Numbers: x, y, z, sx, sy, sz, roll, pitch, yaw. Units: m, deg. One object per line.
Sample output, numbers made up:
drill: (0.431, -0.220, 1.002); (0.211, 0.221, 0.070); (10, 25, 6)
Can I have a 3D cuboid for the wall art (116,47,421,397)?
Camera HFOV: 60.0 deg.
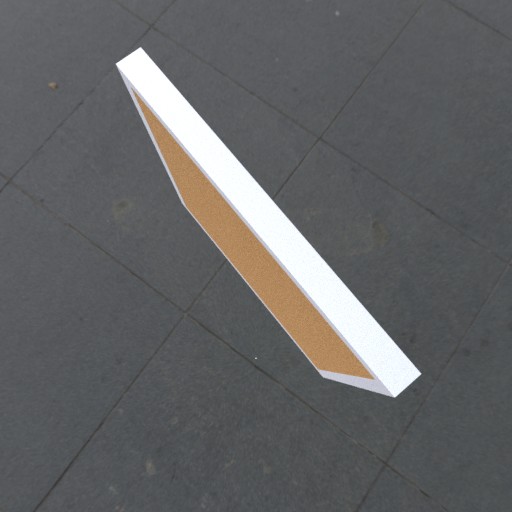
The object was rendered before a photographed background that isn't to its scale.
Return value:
wall art: (0.000, 0.000, 0.755); (0.038, 0.508, 0.507); (-38, 80, -8)
